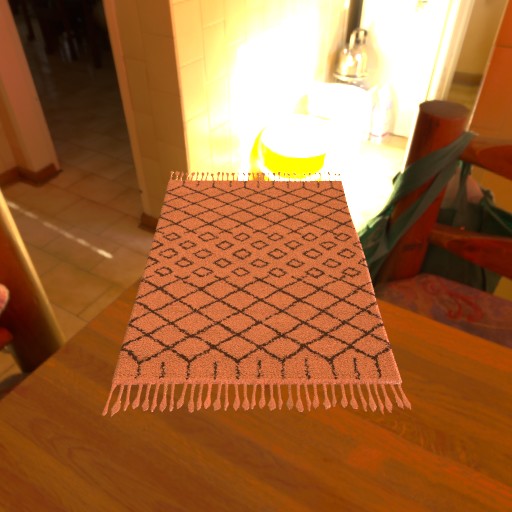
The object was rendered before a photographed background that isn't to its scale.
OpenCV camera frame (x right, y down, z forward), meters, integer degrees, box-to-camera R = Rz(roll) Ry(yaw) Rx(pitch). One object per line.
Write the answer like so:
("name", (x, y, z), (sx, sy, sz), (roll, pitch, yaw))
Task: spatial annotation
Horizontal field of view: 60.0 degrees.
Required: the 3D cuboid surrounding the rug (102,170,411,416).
("rug", (0.000, 0.000, 3.346), (1.664, 0.029, 2.615), (0, 40, 0))
